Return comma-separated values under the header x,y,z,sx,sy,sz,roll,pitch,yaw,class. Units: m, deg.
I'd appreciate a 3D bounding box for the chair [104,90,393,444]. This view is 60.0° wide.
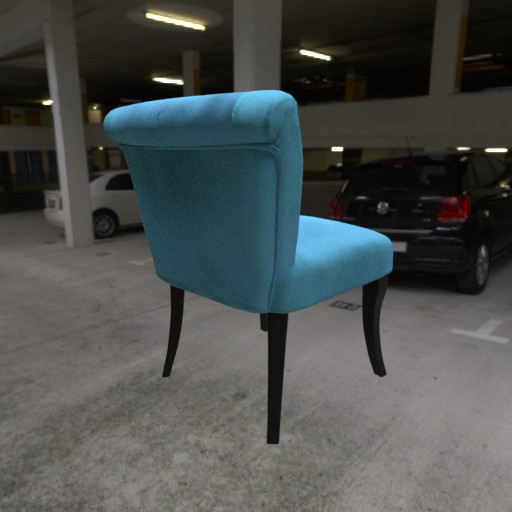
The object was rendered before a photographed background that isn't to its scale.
x,y,z,sx,sy,sz,roll,pitch,yaw,class
0.000,0.000,1.171,0.582,0.750,0.605,13,19,43,chair
